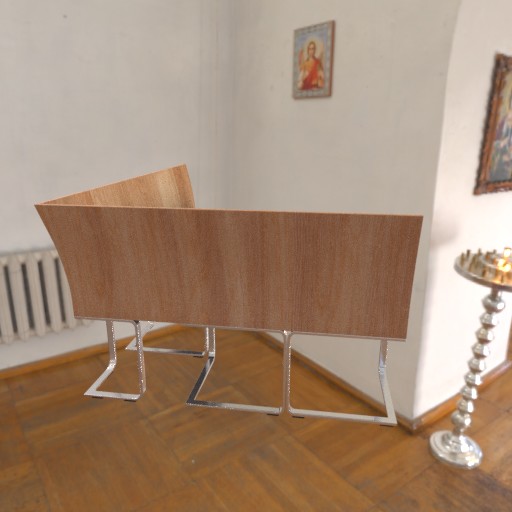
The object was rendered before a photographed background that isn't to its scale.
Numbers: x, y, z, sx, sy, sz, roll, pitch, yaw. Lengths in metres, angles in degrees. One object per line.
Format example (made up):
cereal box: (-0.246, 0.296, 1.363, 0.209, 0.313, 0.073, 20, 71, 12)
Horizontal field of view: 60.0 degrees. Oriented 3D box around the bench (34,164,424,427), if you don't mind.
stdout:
bench: (0.000, 0.000, 2.715, 1.495, 0.930, 1.945, 3, 17, 9)
